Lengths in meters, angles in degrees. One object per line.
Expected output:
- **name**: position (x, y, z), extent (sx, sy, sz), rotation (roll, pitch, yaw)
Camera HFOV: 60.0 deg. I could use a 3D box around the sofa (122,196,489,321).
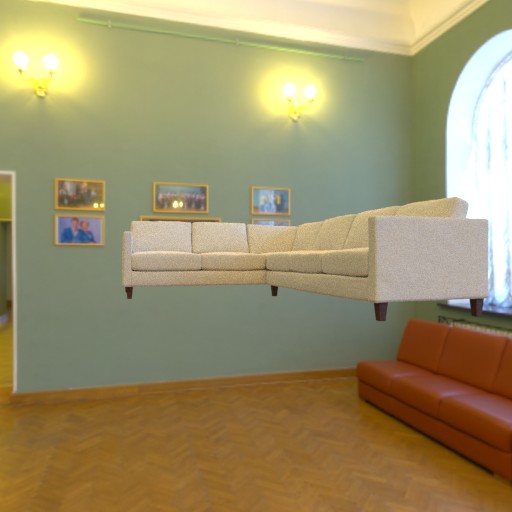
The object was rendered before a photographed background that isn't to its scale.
- **sofa**: position (0.000, 0.000, 4.233), extent (2.432, 0.863, 3.182), rotation (0, 0, -17)
